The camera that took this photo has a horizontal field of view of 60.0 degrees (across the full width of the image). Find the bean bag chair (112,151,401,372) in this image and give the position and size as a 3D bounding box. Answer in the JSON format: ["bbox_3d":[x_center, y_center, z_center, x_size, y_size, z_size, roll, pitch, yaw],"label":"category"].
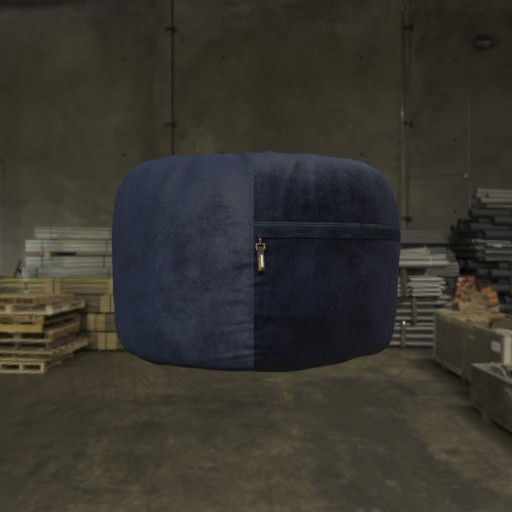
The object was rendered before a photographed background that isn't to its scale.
[{"bbox_3d":[0.000,0.000,1.963,1.219,0.762,1.219,0,1,0],"label":"bean bag chair"}]
